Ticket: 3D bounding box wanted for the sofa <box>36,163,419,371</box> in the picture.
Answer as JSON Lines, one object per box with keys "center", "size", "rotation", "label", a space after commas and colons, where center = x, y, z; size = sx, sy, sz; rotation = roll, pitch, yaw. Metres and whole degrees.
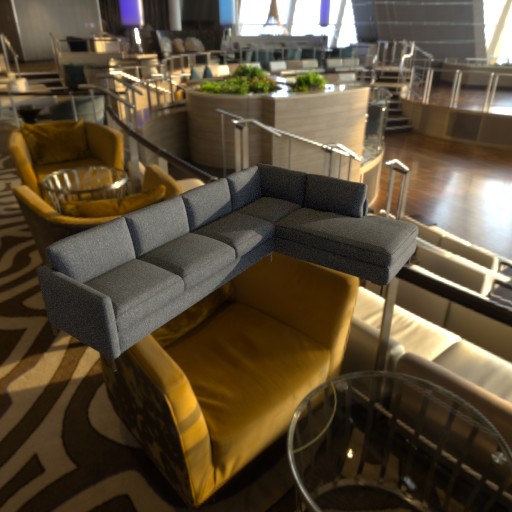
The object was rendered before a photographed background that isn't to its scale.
{"center": [0.000, 0.000, 3.929], "size": [2.007, 0.815, 2.949], "rotation": [18, 32, 31], "label": "sofa"}
